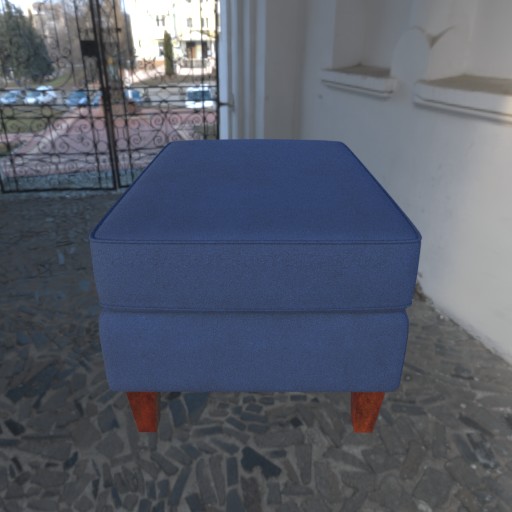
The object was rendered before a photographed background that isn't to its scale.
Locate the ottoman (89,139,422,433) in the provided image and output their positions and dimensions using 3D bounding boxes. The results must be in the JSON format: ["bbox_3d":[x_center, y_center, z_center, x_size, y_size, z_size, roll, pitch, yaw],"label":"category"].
[{"bbox_3d":[0.000,0.000,1.389,0.686,0.584,0.965,0,26,0],"label":"ottoman"}]
